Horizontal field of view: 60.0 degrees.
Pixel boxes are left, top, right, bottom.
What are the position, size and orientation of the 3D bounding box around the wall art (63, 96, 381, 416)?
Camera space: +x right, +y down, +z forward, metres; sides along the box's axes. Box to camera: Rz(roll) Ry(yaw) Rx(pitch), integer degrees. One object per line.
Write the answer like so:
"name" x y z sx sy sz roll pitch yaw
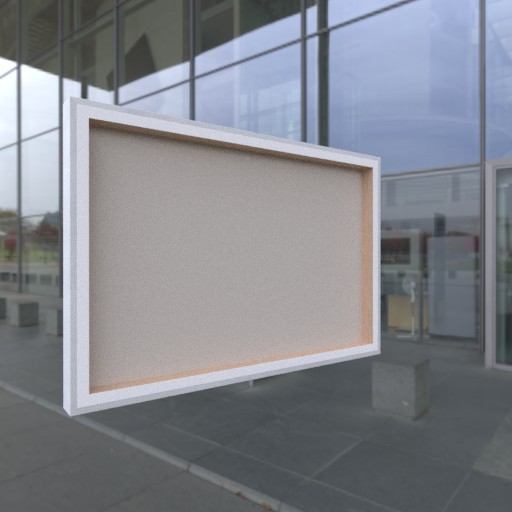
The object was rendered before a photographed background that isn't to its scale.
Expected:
"wall art" 0.000 0.000 0.756 0.609 0.407 0.038 0 0 -36
